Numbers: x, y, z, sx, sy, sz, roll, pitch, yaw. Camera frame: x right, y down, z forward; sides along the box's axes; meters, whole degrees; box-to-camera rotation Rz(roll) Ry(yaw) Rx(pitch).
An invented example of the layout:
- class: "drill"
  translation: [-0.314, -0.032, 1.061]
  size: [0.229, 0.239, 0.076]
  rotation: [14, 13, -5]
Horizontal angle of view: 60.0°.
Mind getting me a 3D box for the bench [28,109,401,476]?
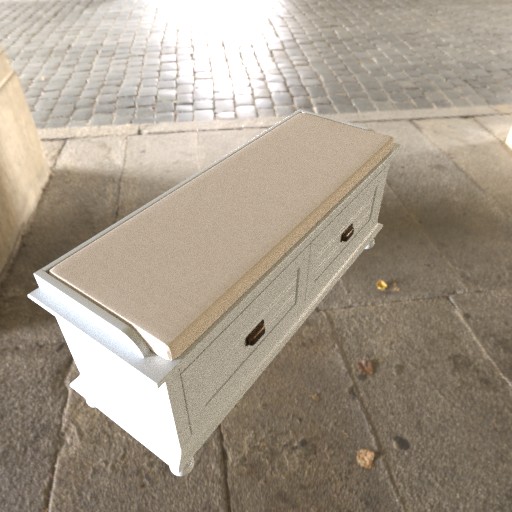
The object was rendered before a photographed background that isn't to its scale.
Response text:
- class: "bench"
  translation: [0.000, 0.000, 1.388]
  size: [0.402, 0.486, 1.185]
  rotation: [25, 46, 26]
